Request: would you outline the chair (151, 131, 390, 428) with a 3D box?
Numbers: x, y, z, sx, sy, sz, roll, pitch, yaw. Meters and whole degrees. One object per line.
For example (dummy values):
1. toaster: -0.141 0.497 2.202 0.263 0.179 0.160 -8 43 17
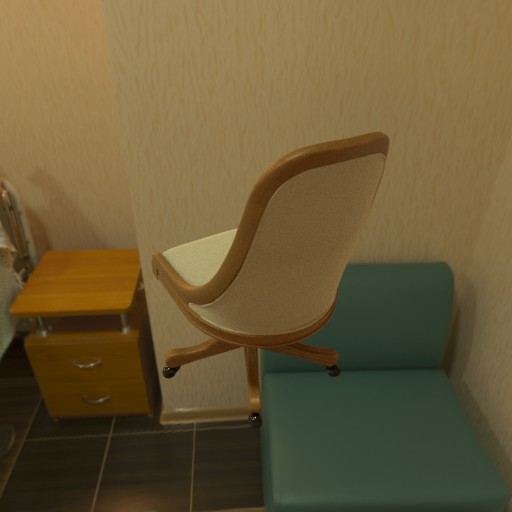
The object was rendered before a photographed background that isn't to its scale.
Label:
1. chair: 0.000 0.000 1.547 0.702 1.009 0.811 -19 36 -28
